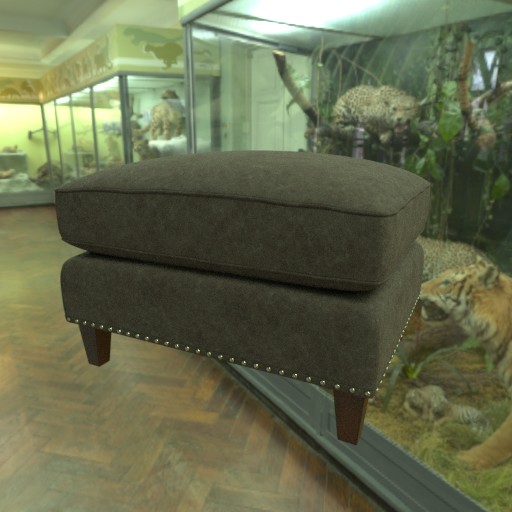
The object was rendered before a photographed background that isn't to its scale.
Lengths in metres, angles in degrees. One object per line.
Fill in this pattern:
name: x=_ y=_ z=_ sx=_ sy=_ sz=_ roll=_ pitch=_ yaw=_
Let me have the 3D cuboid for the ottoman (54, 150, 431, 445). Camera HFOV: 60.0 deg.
ottoman: x=0.000 y=0.000 z=1.108 sx=0.741 sy=0.513 sz=0.584 roll=7 pitch=17 yaw=26
